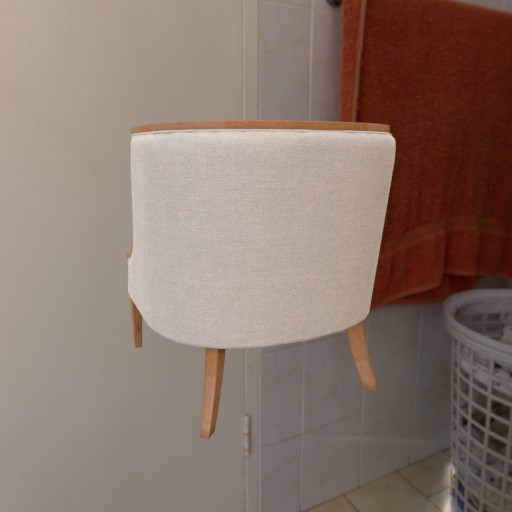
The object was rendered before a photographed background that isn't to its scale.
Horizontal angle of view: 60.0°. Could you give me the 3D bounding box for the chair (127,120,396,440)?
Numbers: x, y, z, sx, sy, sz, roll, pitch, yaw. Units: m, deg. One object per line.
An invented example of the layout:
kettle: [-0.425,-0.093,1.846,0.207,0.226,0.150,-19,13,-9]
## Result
chair: [0.000,0.000,1.398,0.711,0.775,0.757,-6,15,-25]
